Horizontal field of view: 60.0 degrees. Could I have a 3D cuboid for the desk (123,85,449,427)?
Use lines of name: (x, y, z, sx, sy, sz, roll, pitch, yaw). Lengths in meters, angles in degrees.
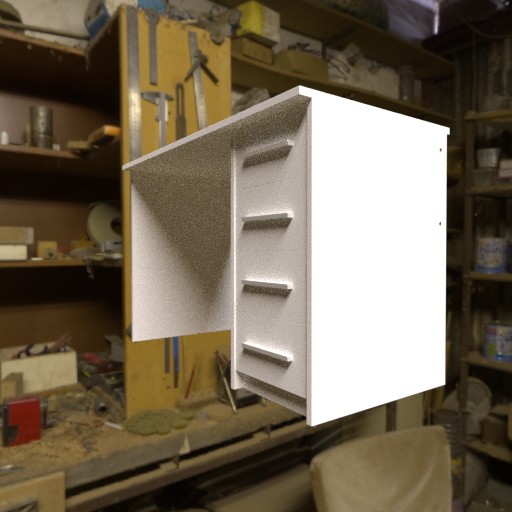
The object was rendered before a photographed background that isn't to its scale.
desk: (0.000, 0.000, 1.537, 0.560, 0.730, 1.096, -1, 1, -36)
